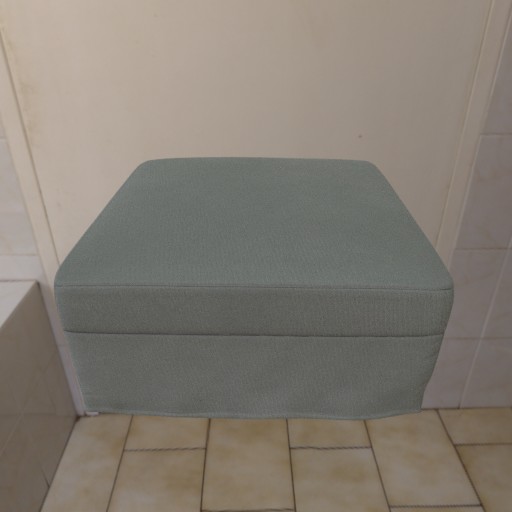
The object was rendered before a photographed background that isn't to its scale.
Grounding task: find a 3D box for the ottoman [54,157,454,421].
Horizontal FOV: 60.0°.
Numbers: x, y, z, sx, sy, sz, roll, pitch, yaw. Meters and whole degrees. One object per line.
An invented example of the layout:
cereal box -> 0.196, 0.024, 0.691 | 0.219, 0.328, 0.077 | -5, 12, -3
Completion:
ottoman -> 0.000, 0.000, 1.313 | 0.842, 0.441, 0.843 | 0, 30, 1
